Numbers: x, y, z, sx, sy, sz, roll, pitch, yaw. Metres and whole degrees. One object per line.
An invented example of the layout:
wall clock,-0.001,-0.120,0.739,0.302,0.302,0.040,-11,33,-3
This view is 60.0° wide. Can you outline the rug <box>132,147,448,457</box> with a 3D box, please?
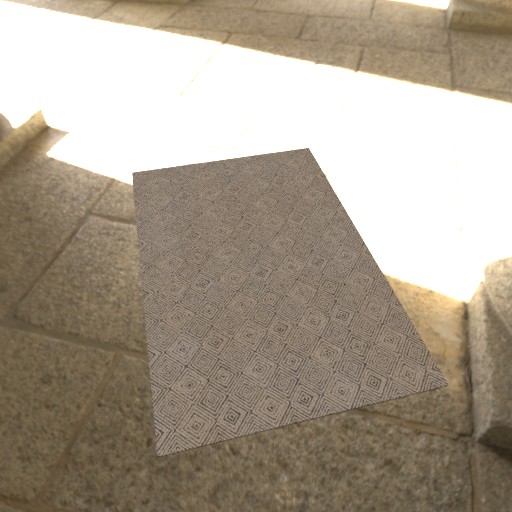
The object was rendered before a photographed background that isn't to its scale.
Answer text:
rug,0.000,0.000,2.300,1.175,0.008,1.783,-10,47,-9
